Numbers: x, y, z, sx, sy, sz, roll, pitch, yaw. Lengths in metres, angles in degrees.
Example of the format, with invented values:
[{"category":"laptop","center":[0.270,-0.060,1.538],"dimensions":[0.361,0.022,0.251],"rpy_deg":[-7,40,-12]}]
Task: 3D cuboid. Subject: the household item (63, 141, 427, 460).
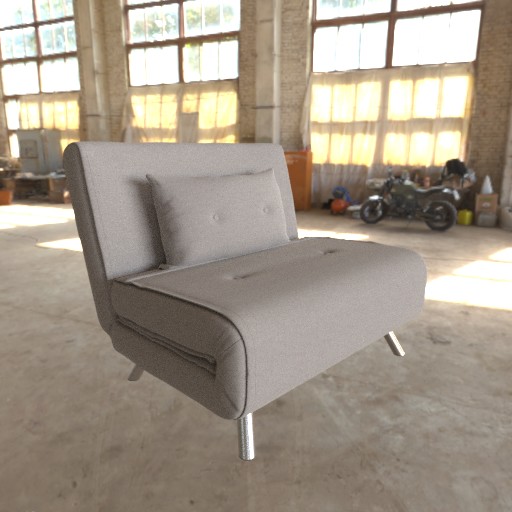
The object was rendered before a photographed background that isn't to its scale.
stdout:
[{"category":"household item","center":[0.000,0.000,1.603],"dimensions":[0.874,0.800,1.000],"rpy_deg":[13,19,43]}]
